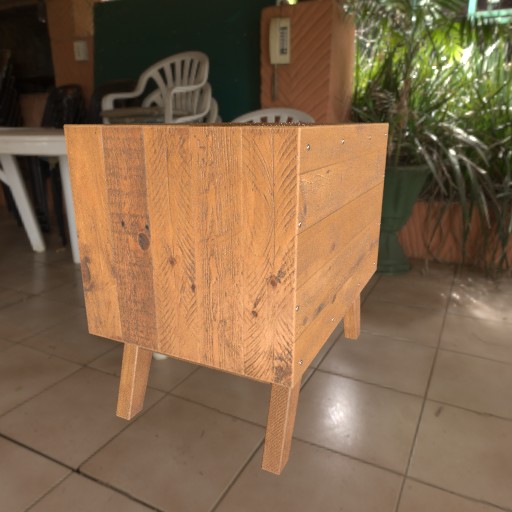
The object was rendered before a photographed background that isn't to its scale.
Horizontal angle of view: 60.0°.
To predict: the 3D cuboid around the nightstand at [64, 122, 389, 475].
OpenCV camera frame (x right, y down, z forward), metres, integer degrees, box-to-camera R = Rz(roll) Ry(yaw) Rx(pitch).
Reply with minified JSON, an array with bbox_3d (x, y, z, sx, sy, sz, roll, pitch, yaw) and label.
[{"bbox_3d":[0.000,0.000,1.047,0.450,0.599,0.650,8,19,25],"label":"nightstand"}]
